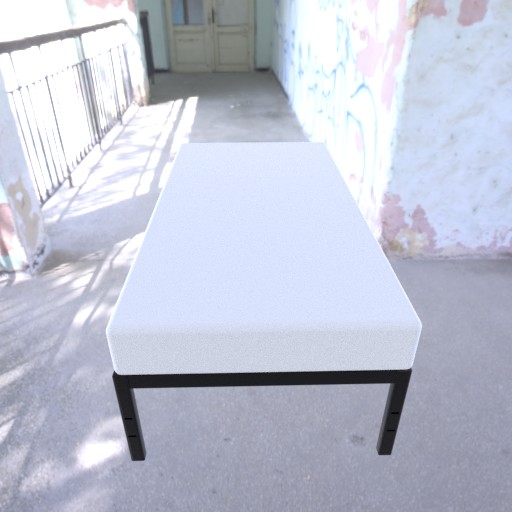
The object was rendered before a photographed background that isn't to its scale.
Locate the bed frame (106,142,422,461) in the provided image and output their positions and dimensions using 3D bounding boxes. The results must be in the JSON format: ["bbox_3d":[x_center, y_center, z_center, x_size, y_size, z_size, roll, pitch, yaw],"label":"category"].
[{"bbox_3d":[0.000,0.000,2.377,1.023,0.659,1.950,-1,31,-1],"label":"bed frame"}]
